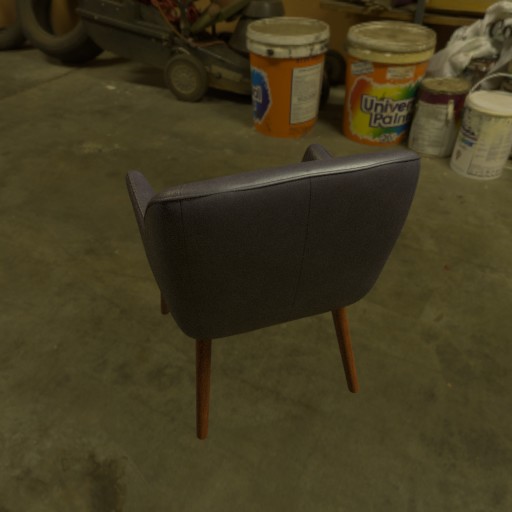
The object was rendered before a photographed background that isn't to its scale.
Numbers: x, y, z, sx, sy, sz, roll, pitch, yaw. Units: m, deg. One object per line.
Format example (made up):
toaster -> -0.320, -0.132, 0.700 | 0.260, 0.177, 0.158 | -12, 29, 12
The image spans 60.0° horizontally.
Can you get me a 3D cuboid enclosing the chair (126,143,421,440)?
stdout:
chair -> 0.000, 0.000, 1.239 | 0.610, 0.828, 0.610 | -12, 41, -14
